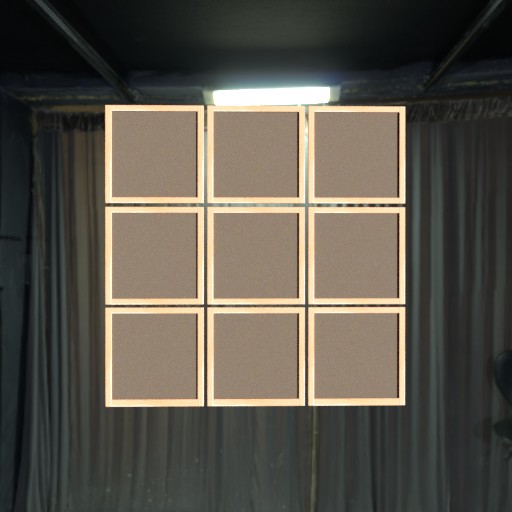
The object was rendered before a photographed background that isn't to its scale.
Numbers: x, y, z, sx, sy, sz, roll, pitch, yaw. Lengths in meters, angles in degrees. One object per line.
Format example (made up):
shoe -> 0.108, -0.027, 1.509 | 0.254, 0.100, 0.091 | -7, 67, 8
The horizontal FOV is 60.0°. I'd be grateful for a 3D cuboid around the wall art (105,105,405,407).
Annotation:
wall art -> 0.000, 0.000, 1.804 | 1.216, 1.218, 0.013 | 0, 0, -1
